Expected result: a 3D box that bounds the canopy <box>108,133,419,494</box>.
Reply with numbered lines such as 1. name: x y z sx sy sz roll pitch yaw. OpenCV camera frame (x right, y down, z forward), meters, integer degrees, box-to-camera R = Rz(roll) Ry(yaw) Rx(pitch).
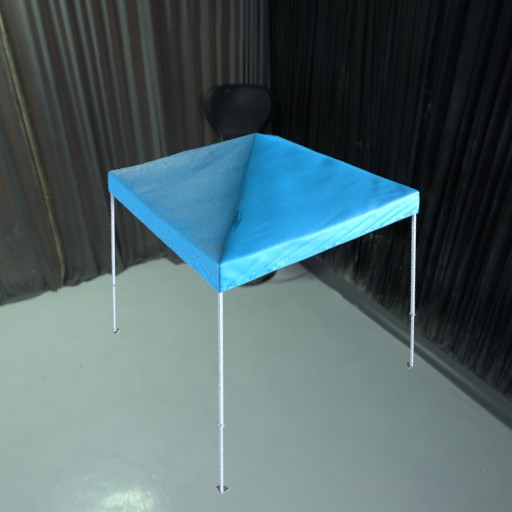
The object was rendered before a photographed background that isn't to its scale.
1. canopy: 0.000 0.000 5.131 2.849 2.849 2.848 -21 37 -30
